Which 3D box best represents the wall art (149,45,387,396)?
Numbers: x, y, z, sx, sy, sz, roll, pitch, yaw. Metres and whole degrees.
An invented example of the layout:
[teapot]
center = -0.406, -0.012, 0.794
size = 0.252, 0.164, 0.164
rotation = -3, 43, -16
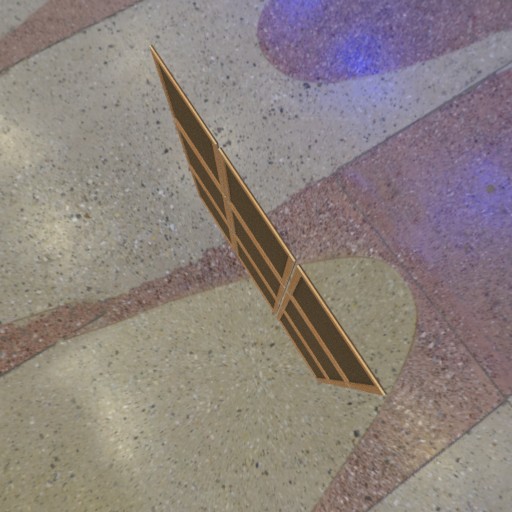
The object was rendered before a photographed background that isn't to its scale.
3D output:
[wall art]
center = 0.000, 0.000, 2.284
size = 0.013, 1.525, 1.520
rotation = -31, 78, -8
